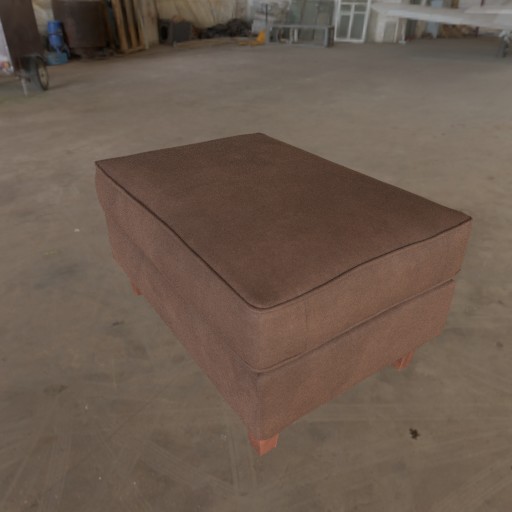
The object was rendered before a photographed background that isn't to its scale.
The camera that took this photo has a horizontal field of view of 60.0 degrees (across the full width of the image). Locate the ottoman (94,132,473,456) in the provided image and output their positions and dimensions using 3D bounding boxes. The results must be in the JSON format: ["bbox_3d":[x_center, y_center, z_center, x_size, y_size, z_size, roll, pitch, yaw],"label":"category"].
[{"bbox_3d":[0.000,0.000,1.199,0.596,0.481,0.860,-19,36,-29],"label":"ottoman"}]
